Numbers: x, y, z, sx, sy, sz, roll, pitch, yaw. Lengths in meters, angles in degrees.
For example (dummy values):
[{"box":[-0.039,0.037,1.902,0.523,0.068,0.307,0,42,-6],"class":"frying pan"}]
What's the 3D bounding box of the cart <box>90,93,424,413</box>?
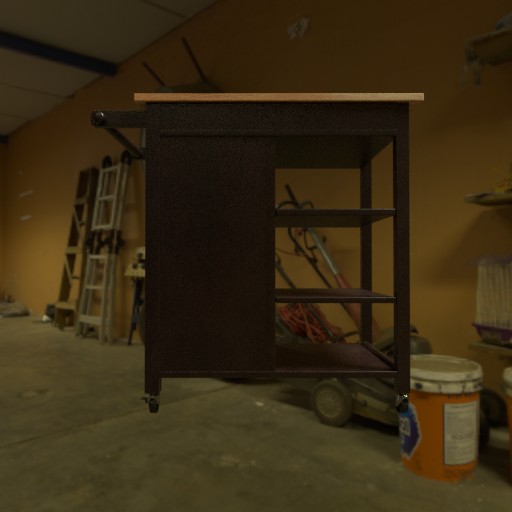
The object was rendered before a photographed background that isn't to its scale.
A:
[{"box":[0.000,0.000,1.433,0.914,0.878,0.472,0,-1,0],"class":"cart"}]
